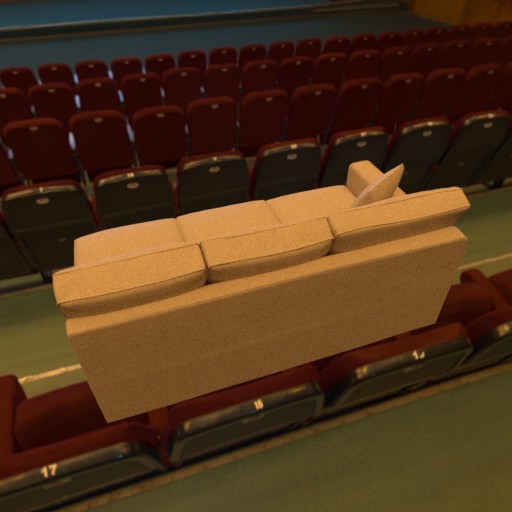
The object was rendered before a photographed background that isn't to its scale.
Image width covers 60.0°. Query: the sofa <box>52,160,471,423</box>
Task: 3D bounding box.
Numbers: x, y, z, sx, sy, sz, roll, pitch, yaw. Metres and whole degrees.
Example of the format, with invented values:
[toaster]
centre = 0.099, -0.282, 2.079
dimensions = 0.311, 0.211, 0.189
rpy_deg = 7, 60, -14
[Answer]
[sofa]
centre = 0.000, 0.000, 2.516
dimensions = 1.962, 0.946, 1.034
rpy_deg = -13, 43, -14
